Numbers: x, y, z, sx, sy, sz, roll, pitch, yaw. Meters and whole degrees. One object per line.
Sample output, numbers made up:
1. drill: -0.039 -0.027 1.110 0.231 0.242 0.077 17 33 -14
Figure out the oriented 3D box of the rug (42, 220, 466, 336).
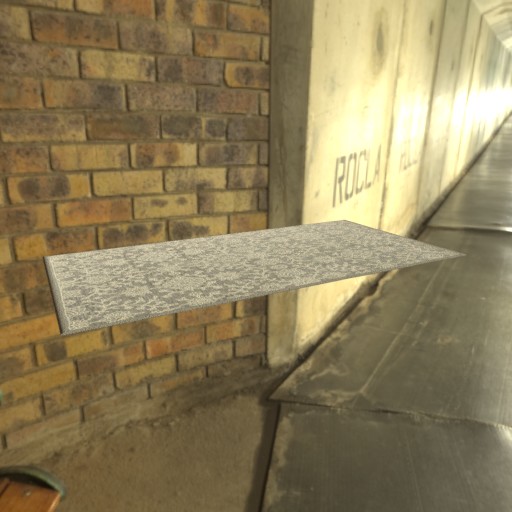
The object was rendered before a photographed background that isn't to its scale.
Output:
1. rug: 0.000 0.000 3.574 3.048 0.011 1.546 -9 19 -27
